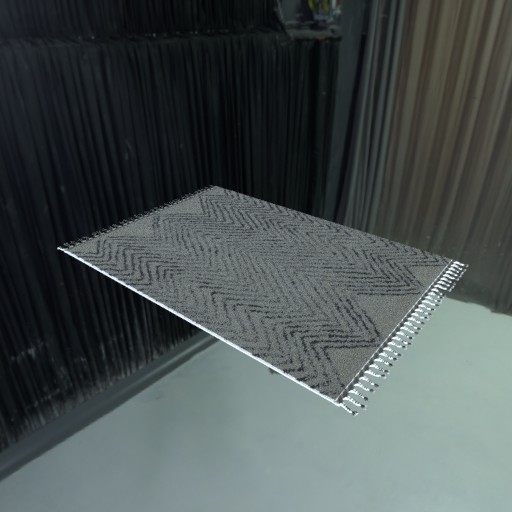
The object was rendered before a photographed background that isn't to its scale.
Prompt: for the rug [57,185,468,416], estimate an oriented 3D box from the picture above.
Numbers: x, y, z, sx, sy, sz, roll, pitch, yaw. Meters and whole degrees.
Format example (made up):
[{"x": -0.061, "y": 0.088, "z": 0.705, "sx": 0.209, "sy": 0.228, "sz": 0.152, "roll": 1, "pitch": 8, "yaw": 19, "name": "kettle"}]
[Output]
[{"x": 0.000, "y": 0.000, "z": 2.356, "sx": 1.847, "sy": 0.014, "sz": 1.230, "roll": 22, "pitch": 37, "yaw": 33, "name": "rug"}]
